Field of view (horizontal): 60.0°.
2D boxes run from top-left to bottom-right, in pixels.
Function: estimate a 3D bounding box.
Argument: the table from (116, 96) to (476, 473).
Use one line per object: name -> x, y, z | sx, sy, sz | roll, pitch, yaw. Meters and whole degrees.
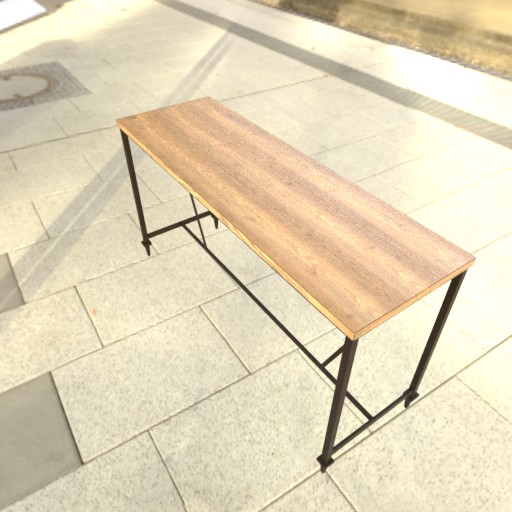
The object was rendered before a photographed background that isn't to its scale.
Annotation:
table -> 0.000, 0.000, 2.125 | 0.551, 0.902, 1.700 | -25, 46, -26
